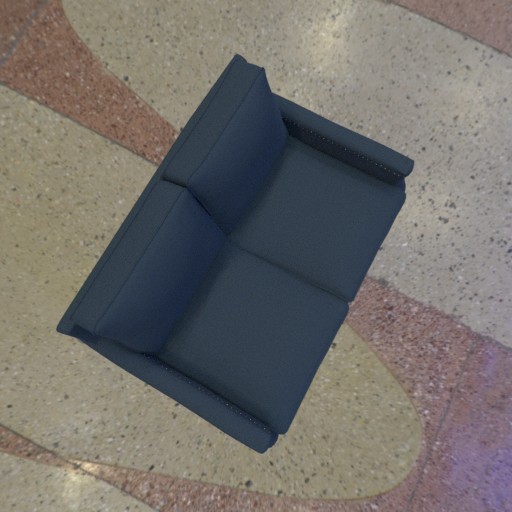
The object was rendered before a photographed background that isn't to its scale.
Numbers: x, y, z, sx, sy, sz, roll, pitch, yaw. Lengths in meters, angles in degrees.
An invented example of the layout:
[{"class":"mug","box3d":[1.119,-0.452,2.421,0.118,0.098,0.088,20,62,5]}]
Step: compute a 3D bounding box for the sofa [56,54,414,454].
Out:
[{"class":"sofa","box3d":[0.000,0.000,2.248,1.084,1.003,1.597,29,78,6]}]
